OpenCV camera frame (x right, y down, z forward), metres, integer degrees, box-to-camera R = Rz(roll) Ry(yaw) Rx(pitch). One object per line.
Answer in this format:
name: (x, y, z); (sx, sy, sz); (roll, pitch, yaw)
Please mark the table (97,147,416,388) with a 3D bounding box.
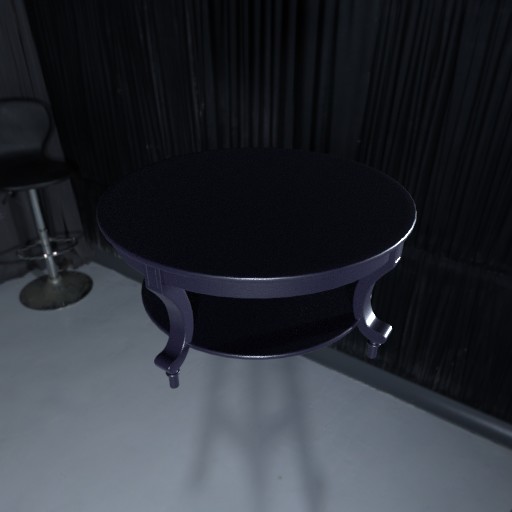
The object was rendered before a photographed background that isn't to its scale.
table: (0.000, 0.000, 1.609); (1.029, 0.491, 1.029); (0, 31, 0)
